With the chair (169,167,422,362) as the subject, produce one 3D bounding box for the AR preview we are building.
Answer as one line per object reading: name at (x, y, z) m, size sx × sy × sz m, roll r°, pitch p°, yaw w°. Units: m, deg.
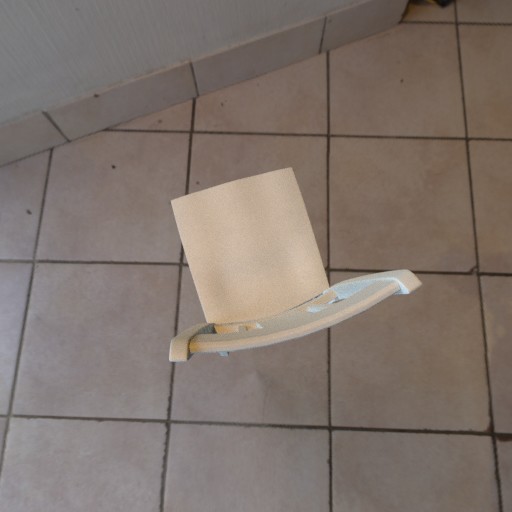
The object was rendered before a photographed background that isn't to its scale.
chair at (0.000, 0.000, 1.290) m, size 0.450 × 0.998 × 0.555 m, roll -16°, pitch 76°, yaw -4°
